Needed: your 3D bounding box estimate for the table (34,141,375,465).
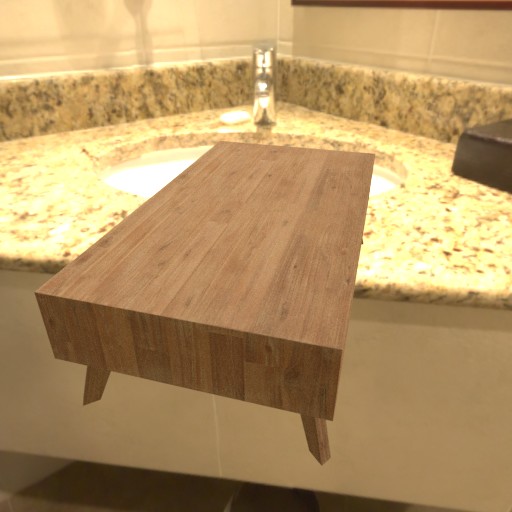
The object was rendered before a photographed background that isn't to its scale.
[{"bbox_3d":[0.000,0.000,2.010,0.918,0.531,1.619,8,32,14],"label":"table"}]
